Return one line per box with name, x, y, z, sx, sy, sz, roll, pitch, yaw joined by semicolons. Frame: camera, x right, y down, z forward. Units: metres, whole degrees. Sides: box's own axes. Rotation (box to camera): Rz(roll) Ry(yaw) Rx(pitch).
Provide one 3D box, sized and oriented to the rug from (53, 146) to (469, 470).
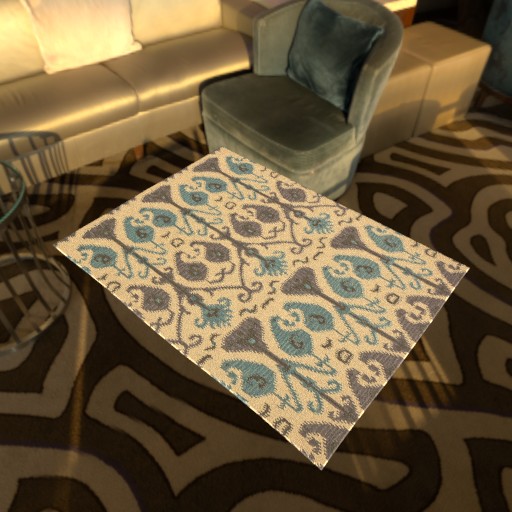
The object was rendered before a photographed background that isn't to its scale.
rug;0.000;0.000;2.976;2.261;0.013;1.676;32;53;27
